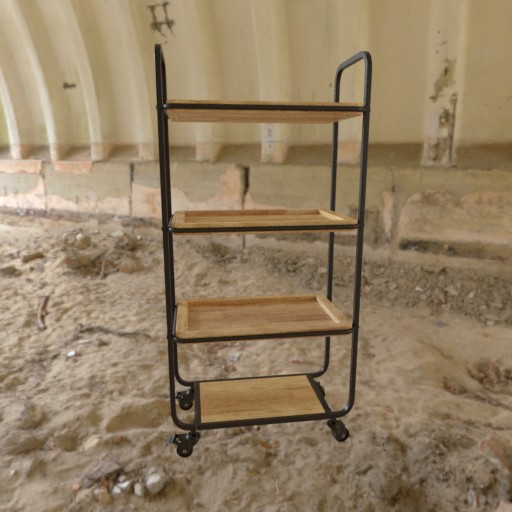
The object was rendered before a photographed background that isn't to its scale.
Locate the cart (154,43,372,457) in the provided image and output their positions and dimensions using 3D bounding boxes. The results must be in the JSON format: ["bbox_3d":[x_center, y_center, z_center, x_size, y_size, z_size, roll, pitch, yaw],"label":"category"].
[{"bbox_3d":[0.000,0.000,1.279,0.545,1.080,0.321,-2,13,-8],"label":"cart"}]
